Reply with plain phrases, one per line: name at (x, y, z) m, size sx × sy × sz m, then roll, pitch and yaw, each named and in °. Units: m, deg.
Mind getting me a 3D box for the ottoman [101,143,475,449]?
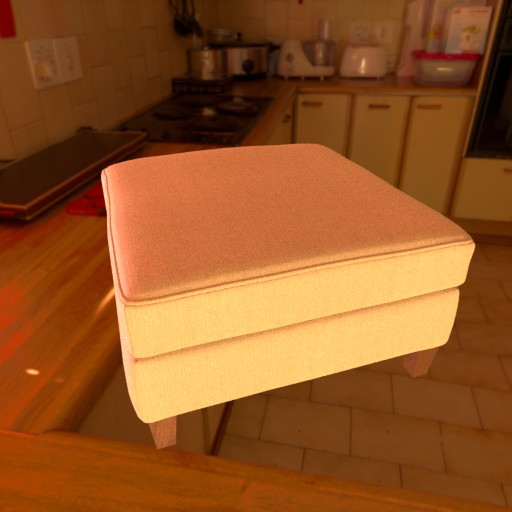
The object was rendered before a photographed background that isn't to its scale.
ottoman at (0.000, 0.000, 1.348) m, size 0.838 × 0.503 × 0.838 m, roll -10°, pitch 32°, yaw -16°
